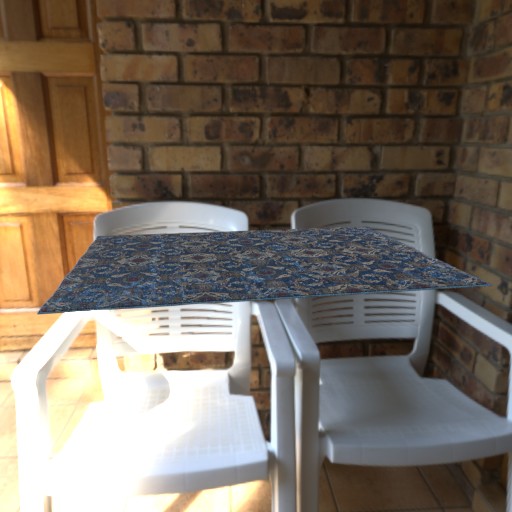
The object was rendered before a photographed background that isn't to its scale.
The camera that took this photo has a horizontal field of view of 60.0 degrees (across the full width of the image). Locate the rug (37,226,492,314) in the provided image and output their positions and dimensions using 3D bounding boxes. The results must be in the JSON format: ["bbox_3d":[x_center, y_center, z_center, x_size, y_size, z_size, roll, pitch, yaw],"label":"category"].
[{"bbox_3d":[0.000,0.000,2.850,2.207,0.014,1.567,-3,15,-10],"label":"rug"}]
